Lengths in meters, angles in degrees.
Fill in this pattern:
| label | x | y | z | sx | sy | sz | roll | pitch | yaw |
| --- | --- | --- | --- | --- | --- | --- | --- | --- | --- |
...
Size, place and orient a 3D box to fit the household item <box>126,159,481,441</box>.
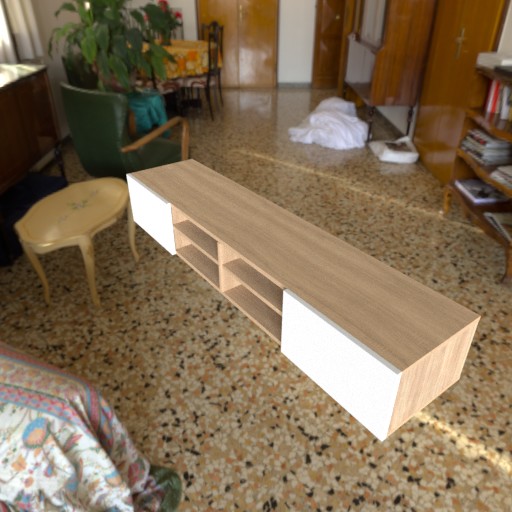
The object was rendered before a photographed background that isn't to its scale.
| label | x | y | z | sx | sy | sz | roll | pitch | yaw |
| --- | --- | --- | --- | --- | --- | --- | --- | --- | --- |
| household item | 0.000 | 0.000 | 2.027 | 0.420 | 0.310 | 1.850 | -21 | 38 | -31 |
